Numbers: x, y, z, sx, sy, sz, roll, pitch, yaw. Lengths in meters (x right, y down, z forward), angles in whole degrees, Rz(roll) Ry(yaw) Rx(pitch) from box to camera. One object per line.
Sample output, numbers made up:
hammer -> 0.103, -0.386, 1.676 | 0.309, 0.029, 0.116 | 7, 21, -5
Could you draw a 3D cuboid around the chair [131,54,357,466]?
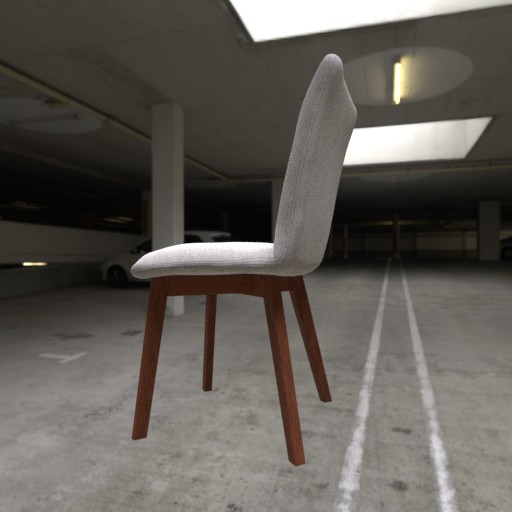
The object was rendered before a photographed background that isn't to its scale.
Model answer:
chair -> 0.000, 0.000, 1.322 | 0.563, 0.974, 0.522 | 0, -1, 17
